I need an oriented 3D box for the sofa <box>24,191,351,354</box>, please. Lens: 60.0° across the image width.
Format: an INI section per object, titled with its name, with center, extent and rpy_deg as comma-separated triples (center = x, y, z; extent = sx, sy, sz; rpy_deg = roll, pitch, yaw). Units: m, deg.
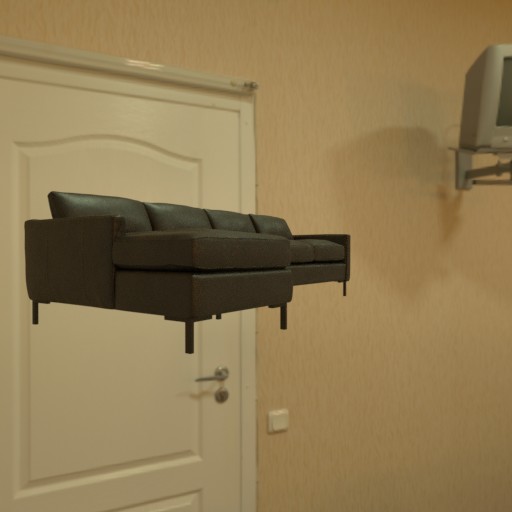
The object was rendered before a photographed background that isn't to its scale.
[sofa]
center = 0.000, 0.000, 3.565
extent = 1.471, 0.859, 2.993
rpy_deg = 0, 0, 36
